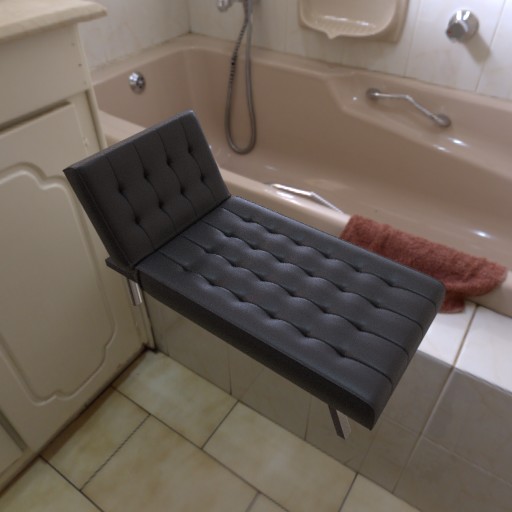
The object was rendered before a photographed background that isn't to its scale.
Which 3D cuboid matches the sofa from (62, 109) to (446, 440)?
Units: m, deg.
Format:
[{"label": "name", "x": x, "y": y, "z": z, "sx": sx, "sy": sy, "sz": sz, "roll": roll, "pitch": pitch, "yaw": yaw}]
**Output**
[{"label": "sofa", "x": 0.000, "y": 0.000, "z": 2.036, "sx": 1.560, "sy": 0.820, "sz": 0.760, "roll": 26, "pitch": 47, "yaw": 26}]
